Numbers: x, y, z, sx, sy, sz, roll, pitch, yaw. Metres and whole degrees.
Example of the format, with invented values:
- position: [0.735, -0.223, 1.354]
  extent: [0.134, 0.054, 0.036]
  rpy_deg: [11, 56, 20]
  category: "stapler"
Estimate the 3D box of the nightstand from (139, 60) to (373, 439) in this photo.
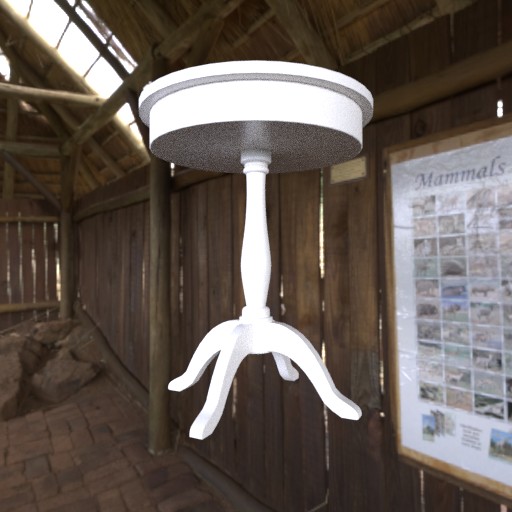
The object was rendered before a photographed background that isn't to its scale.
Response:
- position: [0.000, 0.000, 0.998]
  extent: [0.513, 0.653, 0.513]
  rpy_deg: [-1, -1, 36]
  category: "nightstand"
